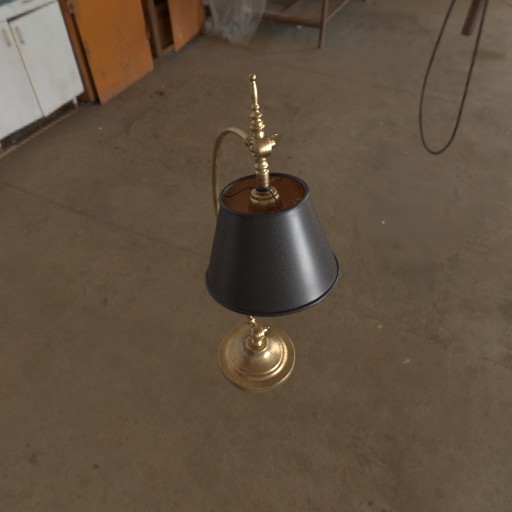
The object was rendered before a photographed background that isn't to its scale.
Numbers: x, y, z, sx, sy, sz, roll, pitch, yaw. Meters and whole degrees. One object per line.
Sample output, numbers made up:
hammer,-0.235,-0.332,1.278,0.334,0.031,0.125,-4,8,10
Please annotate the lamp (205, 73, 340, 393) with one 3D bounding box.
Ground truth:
lamp,0.000,0.000,0.820,0.235,0.675,0.344,-21,50,-19
